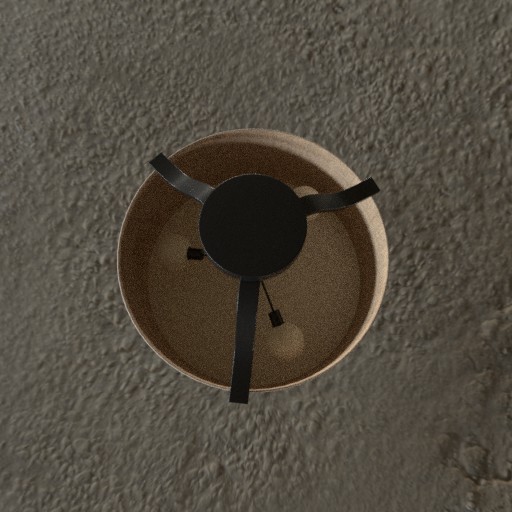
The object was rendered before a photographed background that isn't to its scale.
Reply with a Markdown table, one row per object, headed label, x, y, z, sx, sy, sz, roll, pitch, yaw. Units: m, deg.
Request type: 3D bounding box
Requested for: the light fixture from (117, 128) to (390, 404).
| label | x | y | z | sx | sy | sz | roll | pitch | yaw |
| --- | --- | --- | --- | --- | --- | --- | --- | --- | --- |
| light fixture | 0.000 | 0.000 | 0.656 | 0.390 | 0.306 | 0.390 | 0 | 76 | 0 |
